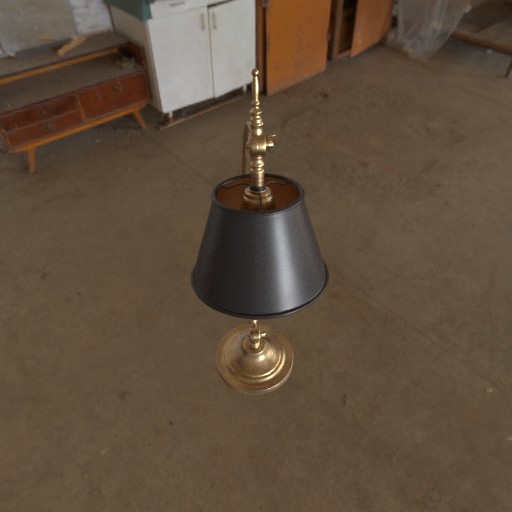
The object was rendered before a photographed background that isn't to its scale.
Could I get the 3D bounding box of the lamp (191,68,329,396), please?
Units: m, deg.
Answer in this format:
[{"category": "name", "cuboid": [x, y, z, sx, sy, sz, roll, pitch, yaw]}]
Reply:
[{"category": "lamp", "cuboid": [0.000, 0.000, 0.809, 0.235, 0.675, 0.344, -5, 46, -4]}]
